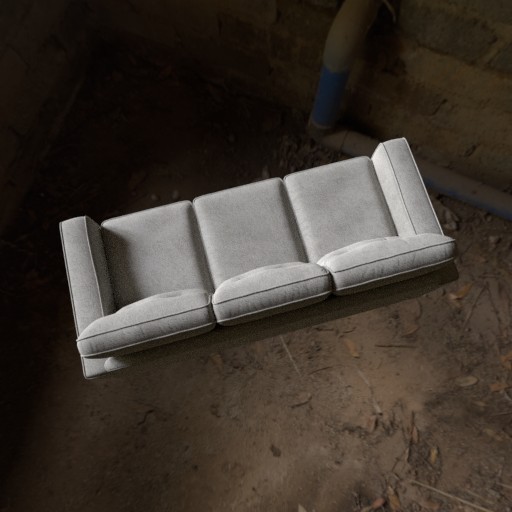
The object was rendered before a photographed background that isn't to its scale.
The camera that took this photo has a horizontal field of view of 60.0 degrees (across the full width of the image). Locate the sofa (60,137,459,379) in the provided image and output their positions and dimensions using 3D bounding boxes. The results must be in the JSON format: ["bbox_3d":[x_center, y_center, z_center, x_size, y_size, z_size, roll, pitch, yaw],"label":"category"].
[{"bbox_3d":[0.000,0.000,2.675,2.133,0.965,0.939,-15,76,-4],"label":"sofa"}]
